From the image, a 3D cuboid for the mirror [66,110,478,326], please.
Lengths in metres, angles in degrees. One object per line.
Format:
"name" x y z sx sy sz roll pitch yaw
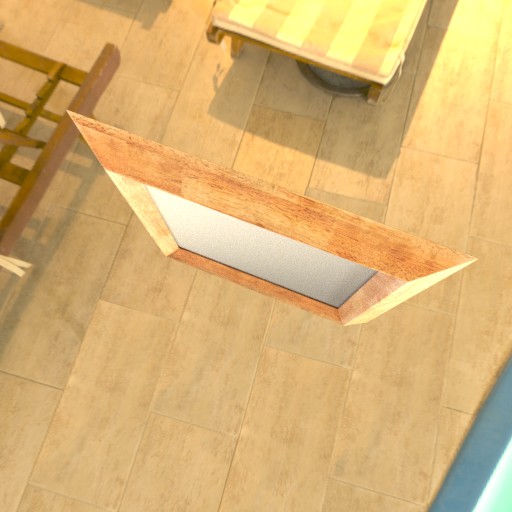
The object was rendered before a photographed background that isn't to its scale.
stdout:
"mirror" 0.000 0.000 0.958 0.651 0.651 0.047 21 75 6
